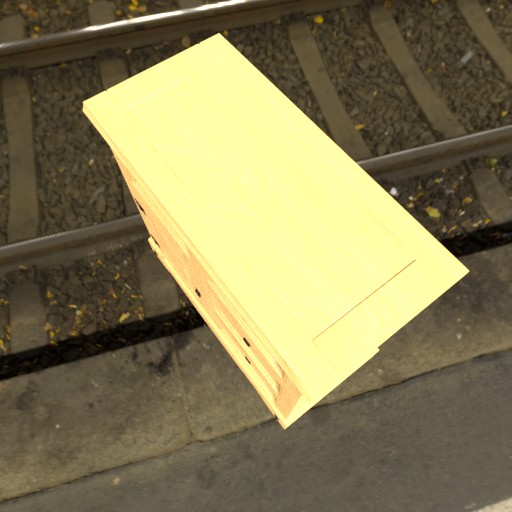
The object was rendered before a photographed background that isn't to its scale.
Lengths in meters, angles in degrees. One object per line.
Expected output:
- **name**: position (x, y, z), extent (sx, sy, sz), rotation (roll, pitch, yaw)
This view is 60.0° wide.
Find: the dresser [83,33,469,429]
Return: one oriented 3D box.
- **dresser**: position (0.000, 0.000, 1.409), extent (0.440, 0.835, 0.915), rotation (-34, 69, -15)
